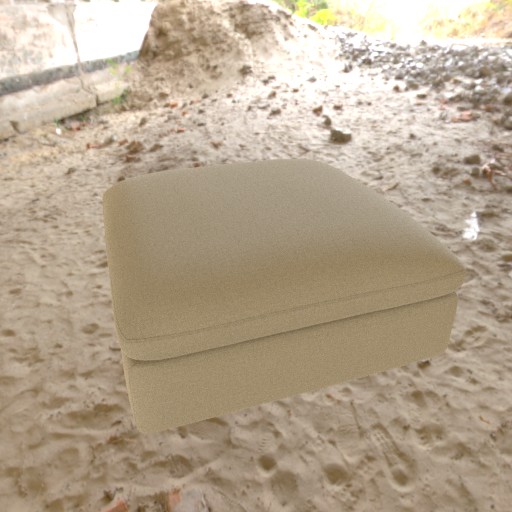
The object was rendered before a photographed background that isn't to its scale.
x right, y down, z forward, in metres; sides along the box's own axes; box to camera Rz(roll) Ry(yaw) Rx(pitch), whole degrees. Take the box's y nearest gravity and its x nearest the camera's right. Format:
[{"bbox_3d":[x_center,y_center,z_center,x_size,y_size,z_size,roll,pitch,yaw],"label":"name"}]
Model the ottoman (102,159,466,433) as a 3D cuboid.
[{"bbox_3d":[0.000,0.000,1.550,0.977,0.467,0.996,-10,32,-16],"label":"ottoman"}]
